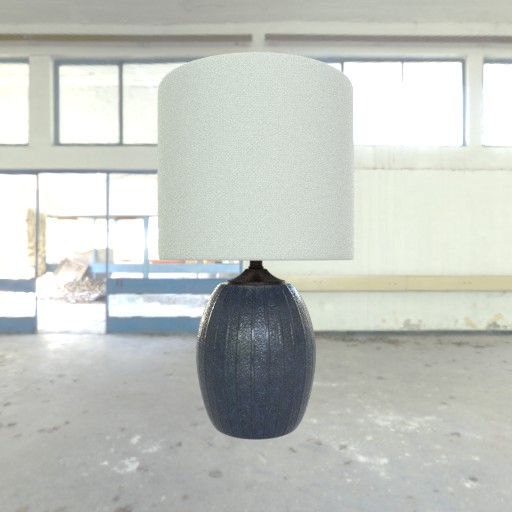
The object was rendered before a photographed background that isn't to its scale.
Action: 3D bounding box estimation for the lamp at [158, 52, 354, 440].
[{"bbox_3d":[0.000,0.000,0.758,0.329,0.570,0.329,0,0,2],"label":"lamp"}]
